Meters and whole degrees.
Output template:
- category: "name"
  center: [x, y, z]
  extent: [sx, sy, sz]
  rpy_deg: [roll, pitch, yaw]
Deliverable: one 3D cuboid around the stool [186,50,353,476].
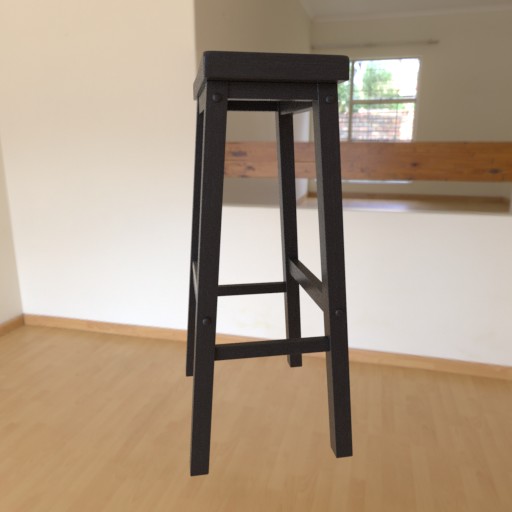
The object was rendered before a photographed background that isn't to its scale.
- category: "stool"
  center: [0.000, 0.000, 0.960]
  extent: [0.322, 0.742, 0.406]
  rpy_deg: [-3, 15, -10]
